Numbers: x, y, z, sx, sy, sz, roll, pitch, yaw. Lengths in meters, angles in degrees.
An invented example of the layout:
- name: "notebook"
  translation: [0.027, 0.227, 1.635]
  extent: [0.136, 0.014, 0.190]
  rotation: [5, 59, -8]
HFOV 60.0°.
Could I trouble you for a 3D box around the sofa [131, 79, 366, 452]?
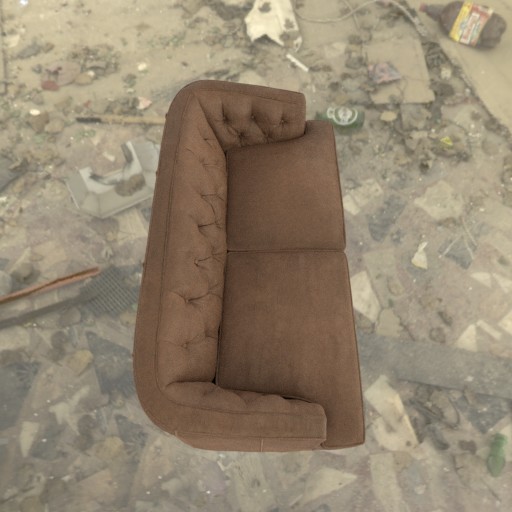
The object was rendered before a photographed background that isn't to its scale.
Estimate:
- name: "sofa"
  translation: [0.000, 0.000, 2.208]
  extent: [0.917, 0.799, 1.767]
  rotation: [0, 62, 0]
